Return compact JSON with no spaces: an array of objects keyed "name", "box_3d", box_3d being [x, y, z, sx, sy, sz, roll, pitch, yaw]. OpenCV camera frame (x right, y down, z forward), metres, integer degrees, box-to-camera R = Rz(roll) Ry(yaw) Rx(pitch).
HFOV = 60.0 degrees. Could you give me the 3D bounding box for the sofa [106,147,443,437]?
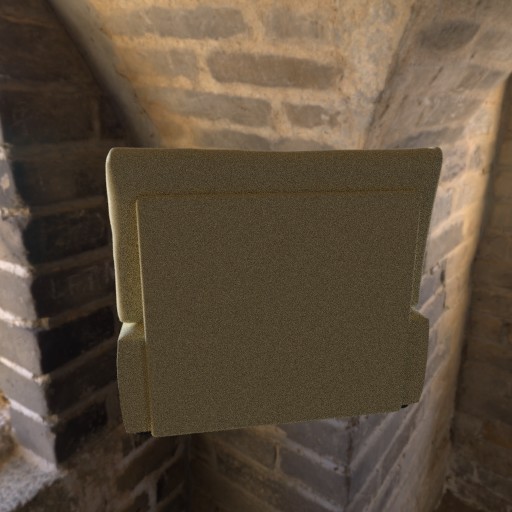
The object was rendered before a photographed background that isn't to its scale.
[{"name":"sofa","box_3d":[0.000,0.000,1.690,0.930,0.820,1.000,-2,15,-9]}]
